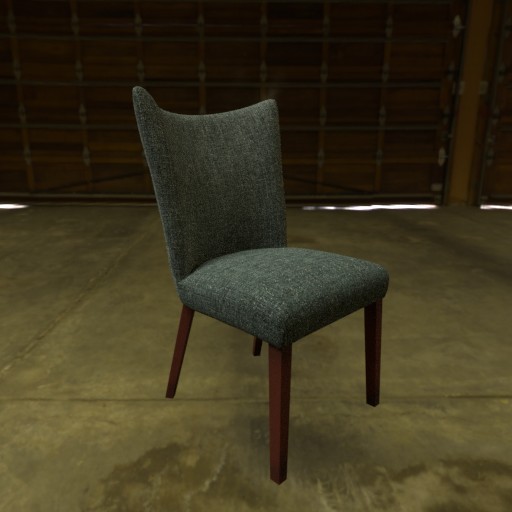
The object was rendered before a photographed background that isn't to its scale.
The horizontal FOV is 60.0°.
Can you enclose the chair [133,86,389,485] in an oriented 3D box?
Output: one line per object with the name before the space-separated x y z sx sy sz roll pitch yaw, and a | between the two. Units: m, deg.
chair | 0.000 0.000 1.302 0.623 0.924 0.535 14 21 43
